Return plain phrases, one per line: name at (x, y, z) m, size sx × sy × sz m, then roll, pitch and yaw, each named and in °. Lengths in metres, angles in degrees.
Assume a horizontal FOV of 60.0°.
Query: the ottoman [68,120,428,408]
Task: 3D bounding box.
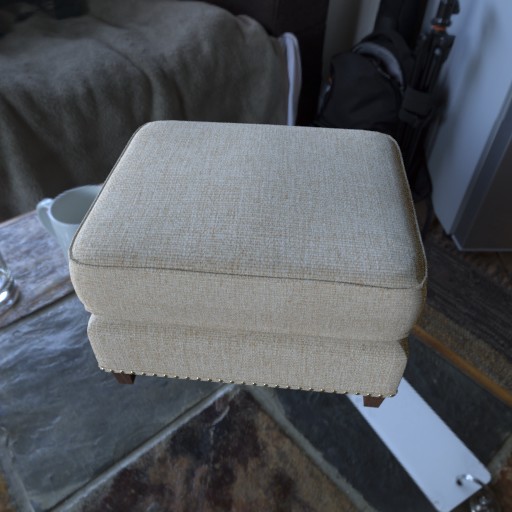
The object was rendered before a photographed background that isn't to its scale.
ottoman at (0.000, 0.000, 1.163) m, size 0.738 × 0.537 × 0.589 m, roll 4°, pitch 45°, yaw 4°
